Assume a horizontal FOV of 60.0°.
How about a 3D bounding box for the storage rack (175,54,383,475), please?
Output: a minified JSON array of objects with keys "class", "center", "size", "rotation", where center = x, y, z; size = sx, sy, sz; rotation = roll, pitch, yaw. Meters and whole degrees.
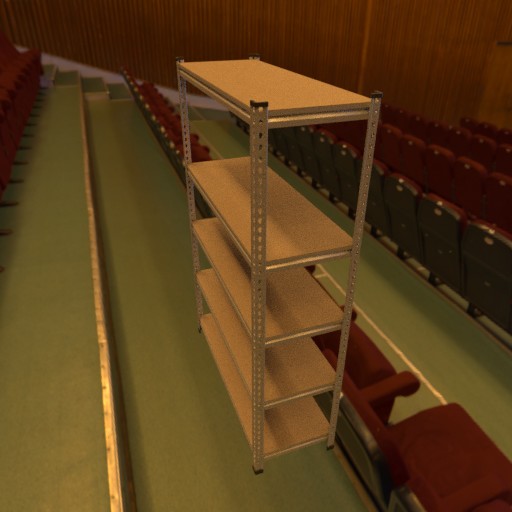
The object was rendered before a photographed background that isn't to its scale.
[{"class":"storage rack","center":[0.000,0.000,2.353],"size":[0.457,1.829,1.219],"rotation":[-11,32,-17]}]
